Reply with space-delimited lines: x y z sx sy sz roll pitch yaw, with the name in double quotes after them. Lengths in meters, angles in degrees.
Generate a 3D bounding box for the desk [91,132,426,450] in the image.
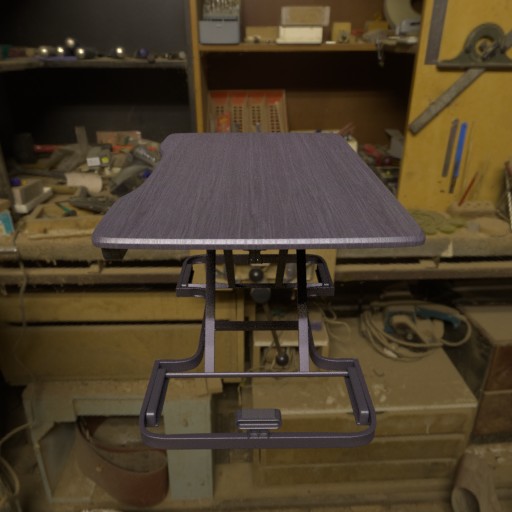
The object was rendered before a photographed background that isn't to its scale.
0.000 0.000 1.151 0.546 0.470 0.820 0 27 -1 "desk"
